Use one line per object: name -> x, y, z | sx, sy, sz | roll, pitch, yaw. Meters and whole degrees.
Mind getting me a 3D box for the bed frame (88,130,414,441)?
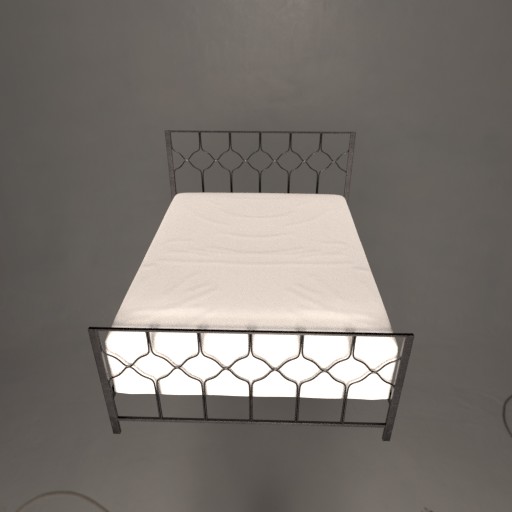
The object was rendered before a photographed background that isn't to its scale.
bed frame -> 0.000, 0.000, 3.140 | 1.597, 1.222, 2.063 | 1, 30, 2
